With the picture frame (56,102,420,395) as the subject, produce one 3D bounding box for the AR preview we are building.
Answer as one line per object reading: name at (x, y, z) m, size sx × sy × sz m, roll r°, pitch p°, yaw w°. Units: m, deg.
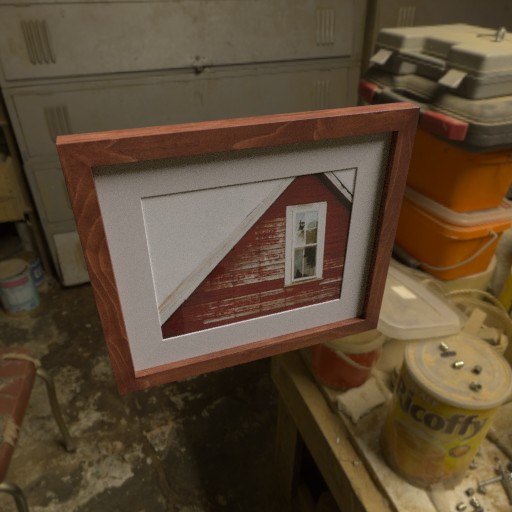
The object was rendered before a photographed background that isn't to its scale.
picture frame at (0.000, 0.000, 0.542) m, size 0.381 × 0.330 × 0.025 m, roll -11°, pitch 35°, yaw -16°
